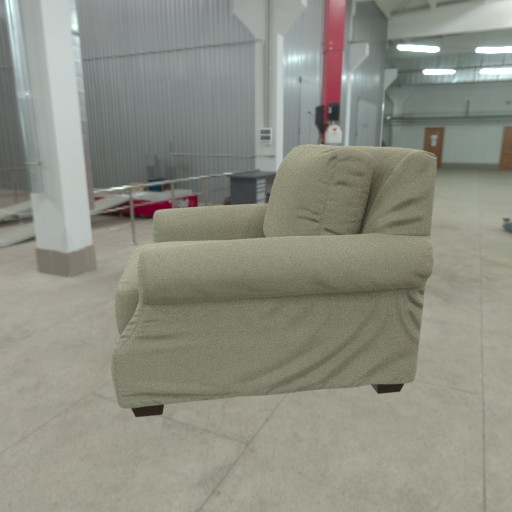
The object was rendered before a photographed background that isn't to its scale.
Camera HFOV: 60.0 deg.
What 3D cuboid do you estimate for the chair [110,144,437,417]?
[{"bbox_3d":[0.000,0.000,1.771,1.066,0.866,0.940,-2,15,-9],"label":"chair"}]
